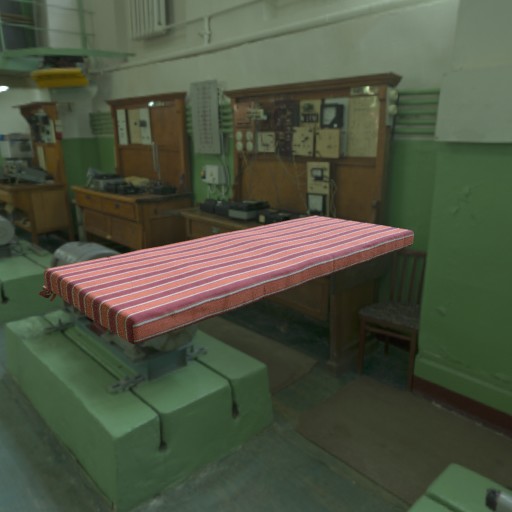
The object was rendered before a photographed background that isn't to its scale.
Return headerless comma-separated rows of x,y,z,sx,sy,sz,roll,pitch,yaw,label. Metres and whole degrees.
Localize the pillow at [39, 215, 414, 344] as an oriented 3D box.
0.000,0.000,1.391,1.187,0.081,0.492,-15,21,-43,pillow
